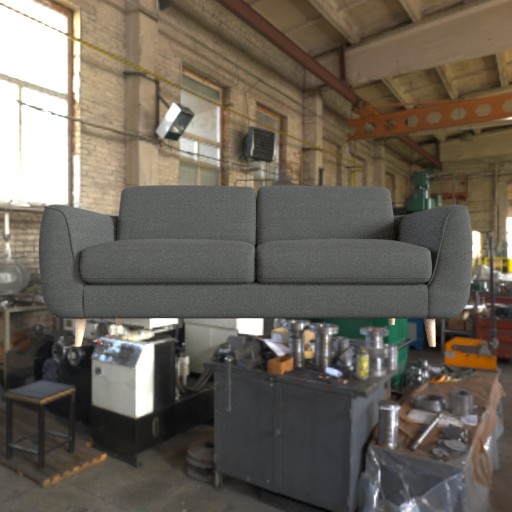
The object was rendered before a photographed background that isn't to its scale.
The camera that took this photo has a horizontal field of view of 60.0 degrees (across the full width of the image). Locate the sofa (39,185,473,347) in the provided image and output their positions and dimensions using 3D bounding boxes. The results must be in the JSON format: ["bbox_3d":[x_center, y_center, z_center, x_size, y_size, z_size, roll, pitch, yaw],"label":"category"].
[{"bbox_3d":[0.000,0.000,2.414,2.000,0.850,0.920,0,0,0],"label":"sofa"}]
